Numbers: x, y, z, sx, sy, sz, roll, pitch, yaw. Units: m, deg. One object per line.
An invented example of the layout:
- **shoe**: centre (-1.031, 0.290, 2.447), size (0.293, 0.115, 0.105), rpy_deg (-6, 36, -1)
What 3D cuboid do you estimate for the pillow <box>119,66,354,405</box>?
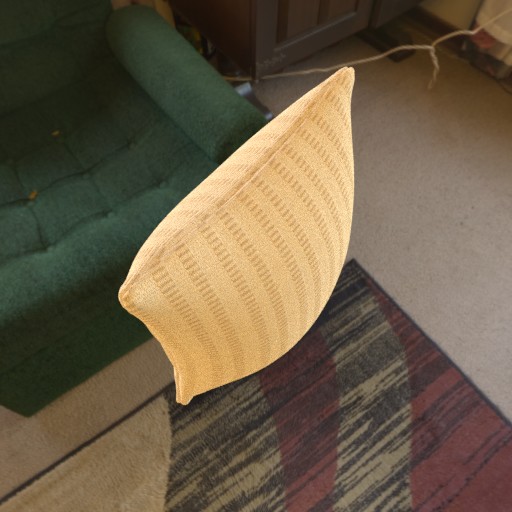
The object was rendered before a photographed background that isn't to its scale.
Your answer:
- **pillow**: centre (0.000, 0.000, 0.682), size (0.247, 0.419, 0.438), rpy_deg (32, 64, 18)
